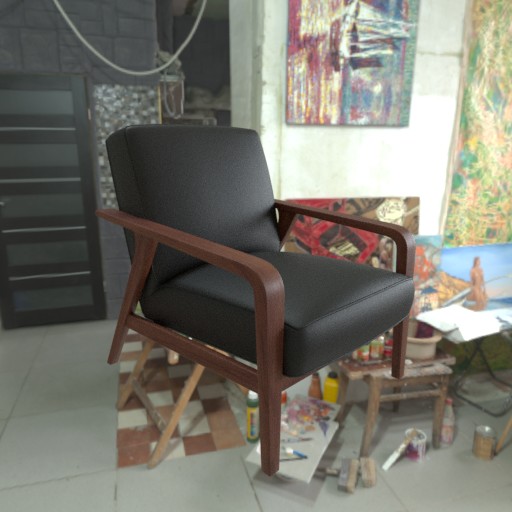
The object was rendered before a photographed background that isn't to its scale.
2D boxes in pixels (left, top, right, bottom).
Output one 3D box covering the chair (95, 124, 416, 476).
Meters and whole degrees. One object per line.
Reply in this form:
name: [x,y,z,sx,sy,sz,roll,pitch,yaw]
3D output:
chair: [0.000,0.000,1.482,0.889,0.861,0.719,13,19,43]
